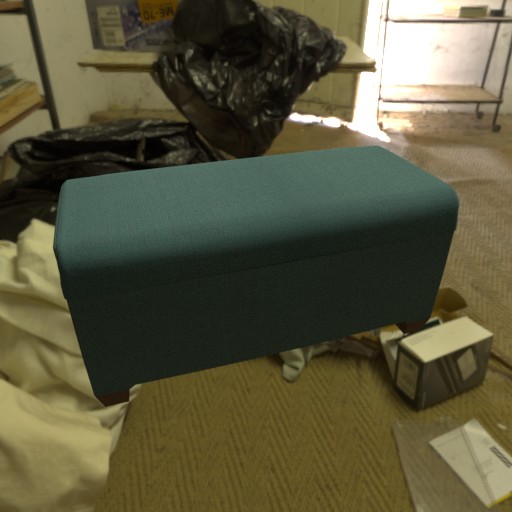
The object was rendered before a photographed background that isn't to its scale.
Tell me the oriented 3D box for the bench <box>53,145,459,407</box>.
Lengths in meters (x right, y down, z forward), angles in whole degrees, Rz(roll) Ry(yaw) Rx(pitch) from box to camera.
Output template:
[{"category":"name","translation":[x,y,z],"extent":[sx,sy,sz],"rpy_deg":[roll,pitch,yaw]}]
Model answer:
[{"category":"bench","translation":[0.000,0.000,1.283],"extent":[0.995,0.474,0.476],"rpy_deg":[-10,34,-15]}]
